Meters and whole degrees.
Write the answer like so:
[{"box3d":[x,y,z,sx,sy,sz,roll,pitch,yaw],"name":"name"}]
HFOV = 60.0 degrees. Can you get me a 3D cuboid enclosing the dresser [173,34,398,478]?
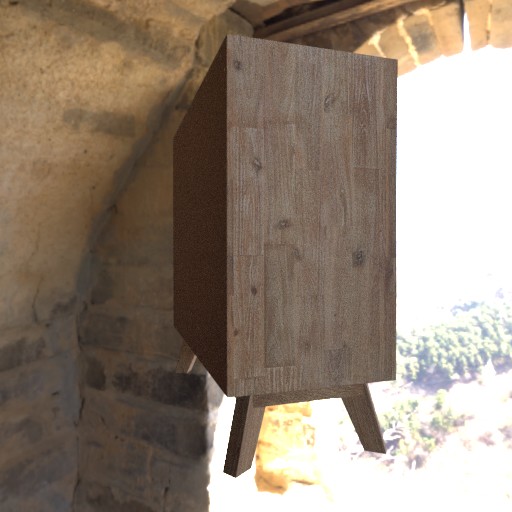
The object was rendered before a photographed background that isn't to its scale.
[{"box3d":[0.000,0.000,1.560,0.455,1.029,0.998,0,1,-18],"name":"dresser"}]
